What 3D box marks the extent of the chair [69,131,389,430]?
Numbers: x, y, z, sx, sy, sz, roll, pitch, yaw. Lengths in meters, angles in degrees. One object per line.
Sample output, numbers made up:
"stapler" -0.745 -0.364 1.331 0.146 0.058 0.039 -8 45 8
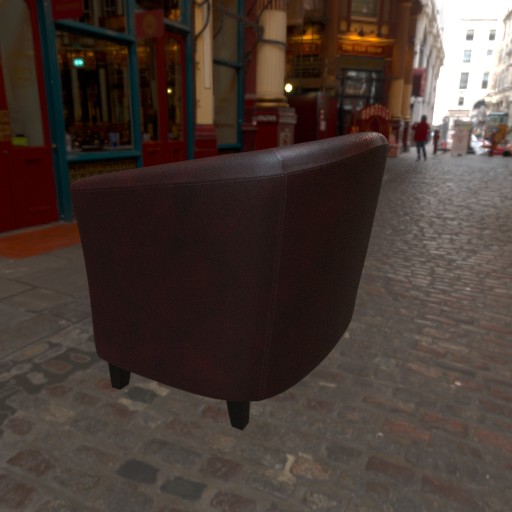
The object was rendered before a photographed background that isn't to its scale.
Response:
"chair" 0.000 0.000 1.392 0.727 0.756 0.792 8 18 25
